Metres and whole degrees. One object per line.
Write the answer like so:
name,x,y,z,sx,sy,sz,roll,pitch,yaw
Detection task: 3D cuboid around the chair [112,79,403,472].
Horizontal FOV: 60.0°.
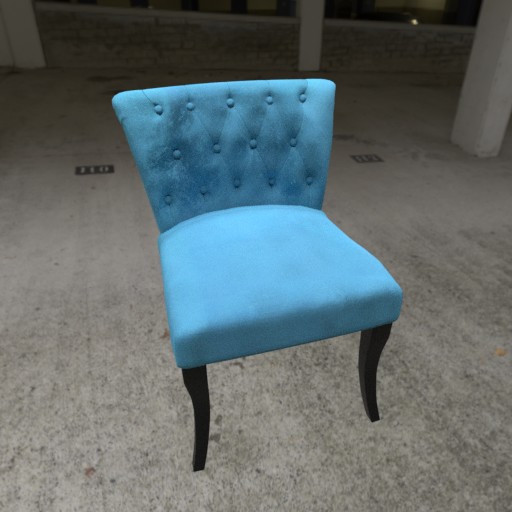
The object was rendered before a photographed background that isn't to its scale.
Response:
chair,0.000,0.000,1.137,0.582,0.750,0.605,-9,34,-14
